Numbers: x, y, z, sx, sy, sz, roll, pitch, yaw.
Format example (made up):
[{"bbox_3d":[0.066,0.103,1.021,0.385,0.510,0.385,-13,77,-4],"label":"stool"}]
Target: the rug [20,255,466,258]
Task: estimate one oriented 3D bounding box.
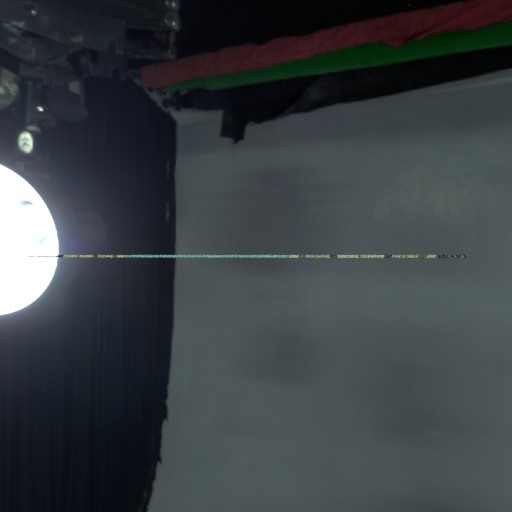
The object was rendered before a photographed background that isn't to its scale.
[{"bbox_3d":[0.000,0.000,2.254,1.811,0.010,1.212,0,0,19],"label":"rug"}]
